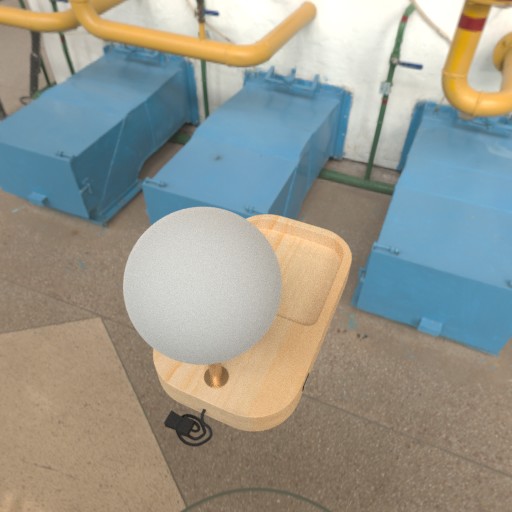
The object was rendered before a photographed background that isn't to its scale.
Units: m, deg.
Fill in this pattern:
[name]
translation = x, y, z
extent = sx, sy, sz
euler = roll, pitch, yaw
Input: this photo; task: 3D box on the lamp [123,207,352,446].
[lamp]
translation = 0.000, 0.000, 0.468
extent = 0.173, 0.253, 0.331
euler = 18, 49, 16
